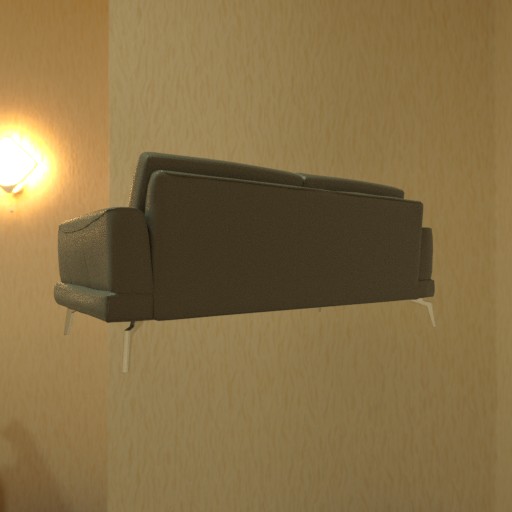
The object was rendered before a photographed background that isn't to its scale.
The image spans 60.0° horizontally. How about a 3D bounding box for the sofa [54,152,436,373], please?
[{"bbox_3d":[0.000,0.000,2.731,2.177,0.930,1.121,0,0,-35],"label":"sofa"}]
